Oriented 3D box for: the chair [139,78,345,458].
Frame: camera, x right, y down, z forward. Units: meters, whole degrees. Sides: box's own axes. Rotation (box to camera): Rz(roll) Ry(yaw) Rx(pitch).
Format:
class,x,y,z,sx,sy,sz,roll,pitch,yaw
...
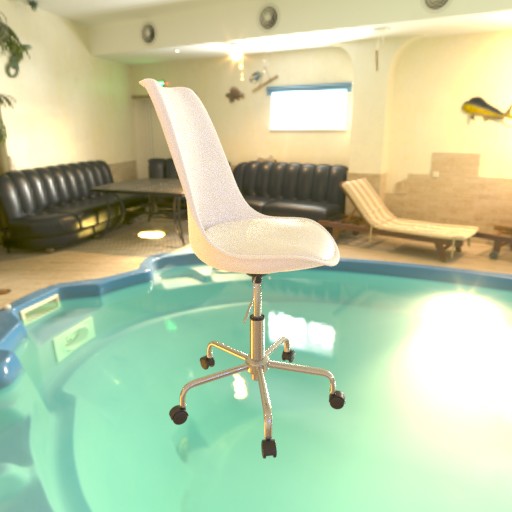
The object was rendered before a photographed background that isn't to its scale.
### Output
class,x,y,z,sx,sy,sz,roll,pitch,yaw
chair,0.000,0.000,1.266,0.550,0.930,0.550,3,16,10
